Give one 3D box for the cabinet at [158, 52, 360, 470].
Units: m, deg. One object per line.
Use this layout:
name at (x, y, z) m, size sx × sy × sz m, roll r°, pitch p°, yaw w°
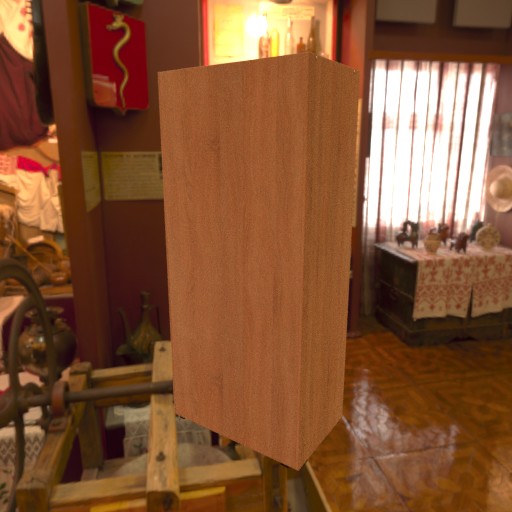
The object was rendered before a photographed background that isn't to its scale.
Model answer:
cabinet at (0.000, 0.000, 2.773) m, size 1.094 × 2.120 × 1.327 m, roll -2°, pitch 14°, yaw -10°
